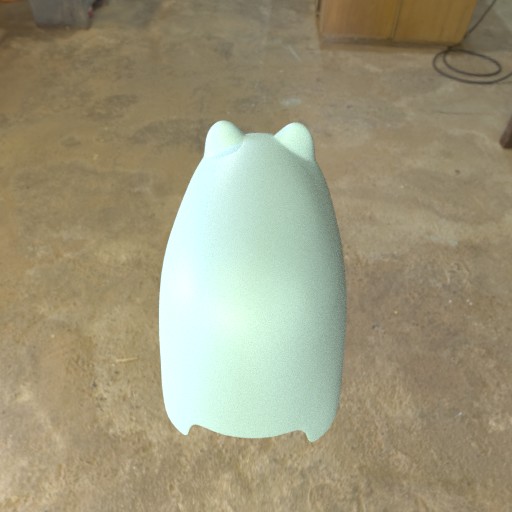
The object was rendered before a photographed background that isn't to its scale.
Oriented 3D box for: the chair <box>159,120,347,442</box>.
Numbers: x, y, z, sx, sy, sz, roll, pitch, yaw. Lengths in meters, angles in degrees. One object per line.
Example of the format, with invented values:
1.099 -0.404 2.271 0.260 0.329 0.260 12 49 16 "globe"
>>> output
0.000 0.000 0.881 0.364 0.423 0.619 2 47 2 "chair"
